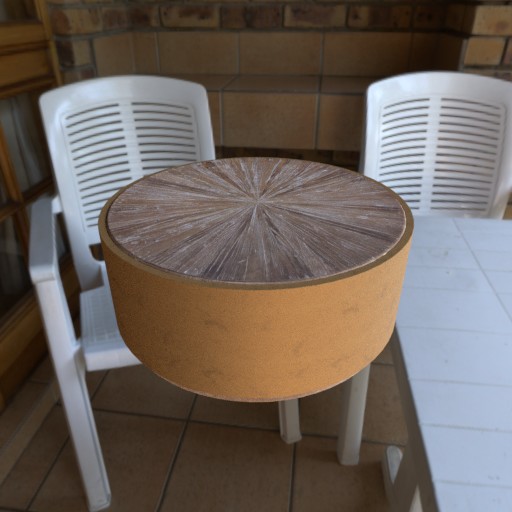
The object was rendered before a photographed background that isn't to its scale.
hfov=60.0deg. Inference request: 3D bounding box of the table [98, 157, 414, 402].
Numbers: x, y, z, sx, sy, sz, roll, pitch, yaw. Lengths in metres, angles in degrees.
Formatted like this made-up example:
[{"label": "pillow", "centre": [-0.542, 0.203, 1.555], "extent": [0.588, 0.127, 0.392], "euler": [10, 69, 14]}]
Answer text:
[{"label": "table", "centre": [0.000, 0.000, 1.566], "extent": [1.001, 0.409, 1.001], "euler": [0, 30, 0]}]
